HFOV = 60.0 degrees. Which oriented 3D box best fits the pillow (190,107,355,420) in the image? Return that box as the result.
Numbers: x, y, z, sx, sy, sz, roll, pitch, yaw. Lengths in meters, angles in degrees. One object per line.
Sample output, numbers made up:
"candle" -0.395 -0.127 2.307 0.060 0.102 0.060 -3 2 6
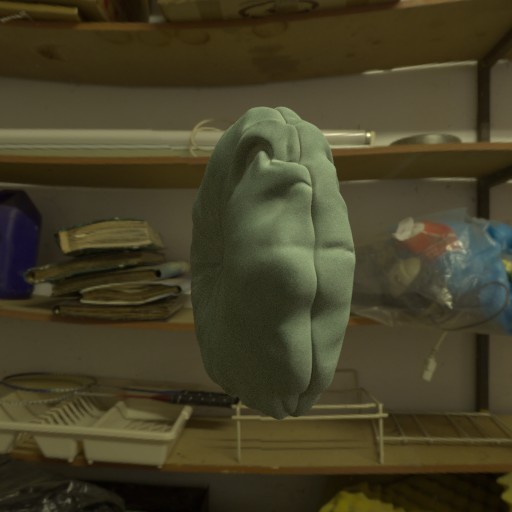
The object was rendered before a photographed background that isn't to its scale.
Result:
"pillow" 0.000 0.000 0.637 0.148 0.407 0.428 0 -2 -18
